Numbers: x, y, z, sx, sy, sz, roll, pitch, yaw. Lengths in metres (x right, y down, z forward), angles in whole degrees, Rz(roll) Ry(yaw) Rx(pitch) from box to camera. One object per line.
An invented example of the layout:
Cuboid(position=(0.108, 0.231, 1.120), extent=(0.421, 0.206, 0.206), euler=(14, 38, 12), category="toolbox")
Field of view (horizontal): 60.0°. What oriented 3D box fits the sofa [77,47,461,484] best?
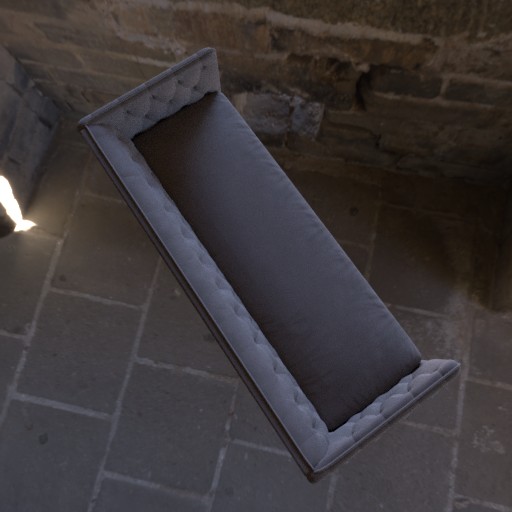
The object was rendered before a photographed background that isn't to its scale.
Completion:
Cuboid(position=(0.000, 0.000, 2.573), extent=(0.895, 0.771, 2.209), euler=(-34, 78, -8), category="sofa")
